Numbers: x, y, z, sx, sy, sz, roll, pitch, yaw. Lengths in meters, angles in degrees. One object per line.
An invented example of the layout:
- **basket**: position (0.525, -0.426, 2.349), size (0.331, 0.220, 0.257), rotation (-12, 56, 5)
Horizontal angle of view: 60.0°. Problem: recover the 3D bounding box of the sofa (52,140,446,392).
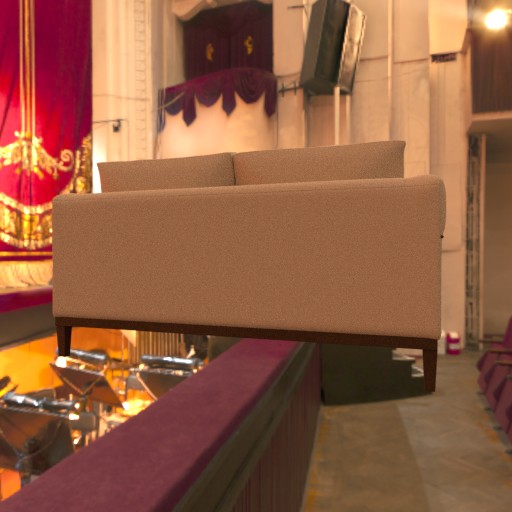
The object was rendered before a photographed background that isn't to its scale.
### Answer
- **sofa**: position (0.000, 0.000, 2.085), size (1.598, 0.873, 0.905), rotation (0, 1, 19)
